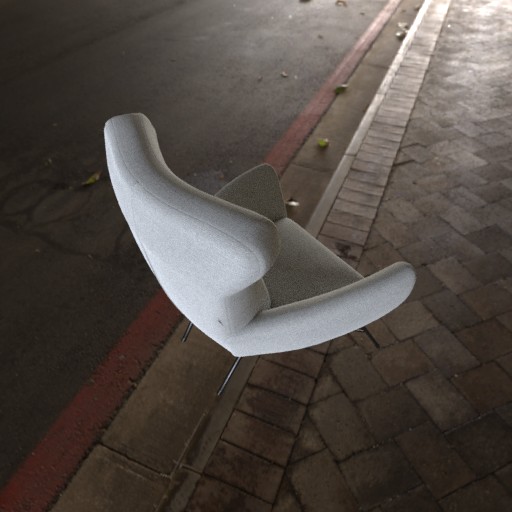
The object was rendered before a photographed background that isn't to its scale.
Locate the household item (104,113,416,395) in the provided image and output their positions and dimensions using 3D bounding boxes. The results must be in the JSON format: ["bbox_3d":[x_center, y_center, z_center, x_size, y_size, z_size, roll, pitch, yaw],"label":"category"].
[{"bbox_3d":[0.000,0.000,1.799,0.900,1.050,0.980,-25,48,-25],"label":"household item"}]
